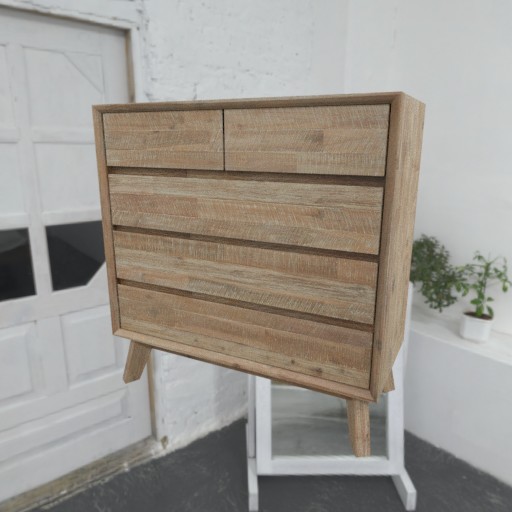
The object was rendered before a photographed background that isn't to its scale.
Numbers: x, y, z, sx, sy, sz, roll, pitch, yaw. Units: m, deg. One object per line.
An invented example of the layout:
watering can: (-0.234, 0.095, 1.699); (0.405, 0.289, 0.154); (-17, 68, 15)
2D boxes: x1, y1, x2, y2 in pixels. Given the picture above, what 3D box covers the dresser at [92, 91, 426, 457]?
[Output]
dresser: (0.000, 0.000, 1.585); (0.998, 1.029, 0.455); (7, 17, 26)
